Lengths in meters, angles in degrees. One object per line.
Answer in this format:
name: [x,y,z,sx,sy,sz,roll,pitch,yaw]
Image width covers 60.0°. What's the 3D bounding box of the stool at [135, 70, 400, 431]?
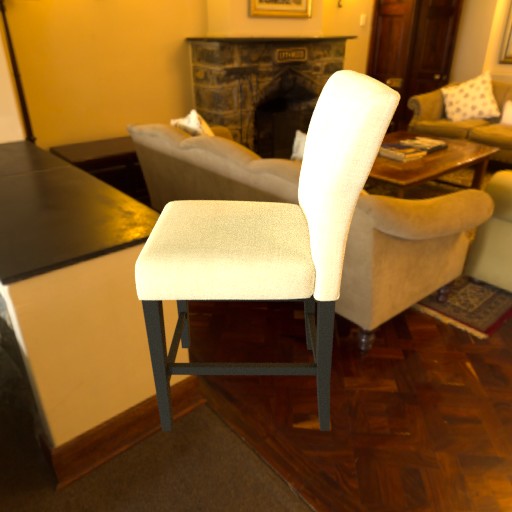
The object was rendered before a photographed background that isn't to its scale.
stool: [0.000,0.000,1.293,0.603,0.972,0.514,0,27,0]
